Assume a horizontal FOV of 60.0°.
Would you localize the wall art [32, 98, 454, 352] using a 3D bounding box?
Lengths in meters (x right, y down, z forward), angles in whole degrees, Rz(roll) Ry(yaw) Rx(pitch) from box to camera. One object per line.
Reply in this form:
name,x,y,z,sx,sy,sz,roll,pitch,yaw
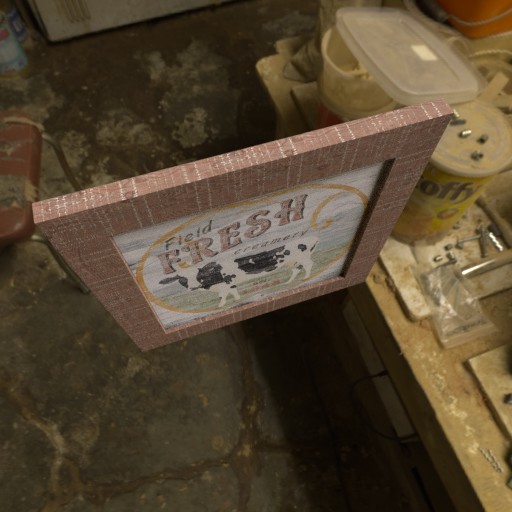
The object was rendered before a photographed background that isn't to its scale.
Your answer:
wall art,0.000,0.000,0.775,0.531,0.531,0.029,-16,64,-8
